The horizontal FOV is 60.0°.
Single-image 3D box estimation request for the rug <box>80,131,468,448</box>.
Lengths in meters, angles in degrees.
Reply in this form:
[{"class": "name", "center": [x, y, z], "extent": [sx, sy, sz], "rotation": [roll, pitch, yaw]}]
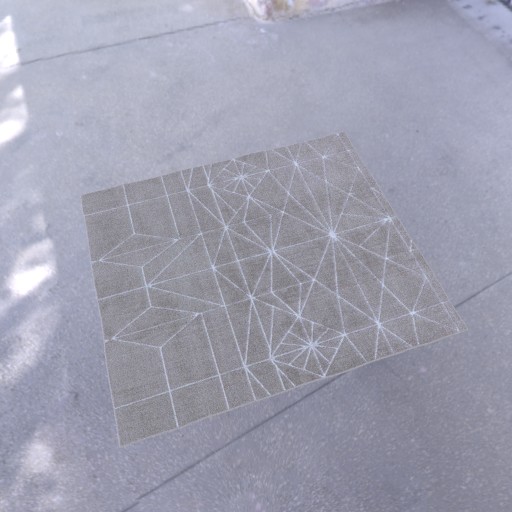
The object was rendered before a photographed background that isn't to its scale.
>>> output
[{"class": "rug", "center": [0.000, 0.000, 0.894], "extent": [0.639, 0.006, 0.548], "rotation": [-16, 59, -10]}]
